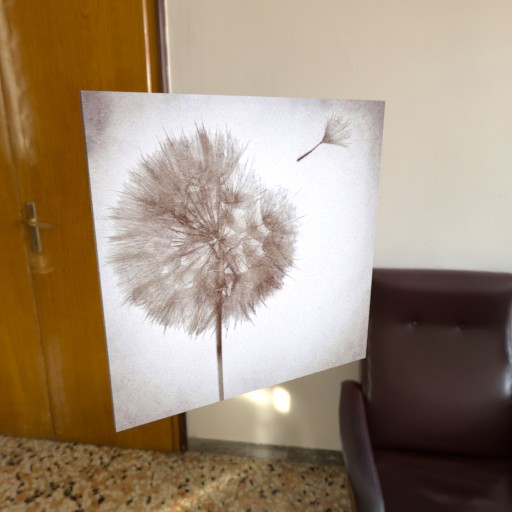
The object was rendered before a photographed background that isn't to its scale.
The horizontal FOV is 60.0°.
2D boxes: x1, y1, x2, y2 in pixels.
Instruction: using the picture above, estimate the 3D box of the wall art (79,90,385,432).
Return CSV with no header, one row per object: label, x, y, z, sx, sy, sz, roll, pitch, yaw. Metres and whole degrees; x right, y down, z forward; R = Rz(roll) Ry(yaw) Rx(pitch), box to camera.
wall art,0.000,0.000,1.125,0.762,0.762,0.027,-8,18,-26
